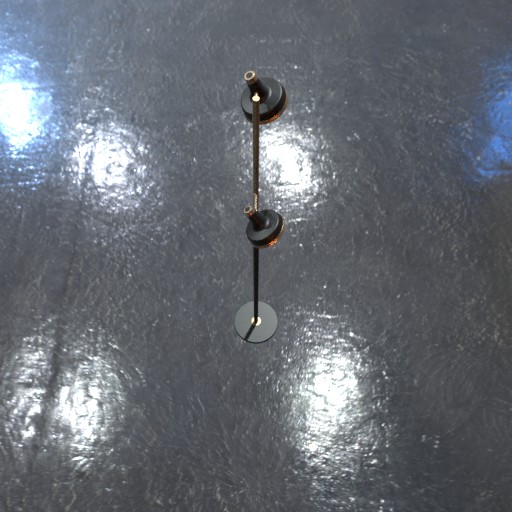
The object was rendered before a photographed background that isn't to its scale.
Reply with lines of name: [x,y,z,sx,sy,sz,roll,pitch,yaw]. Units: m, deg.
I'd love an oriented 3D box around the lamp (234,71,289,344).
lamp: [0.000,0.000,1.823,0.253,1.674,0.351,0,63,0]
